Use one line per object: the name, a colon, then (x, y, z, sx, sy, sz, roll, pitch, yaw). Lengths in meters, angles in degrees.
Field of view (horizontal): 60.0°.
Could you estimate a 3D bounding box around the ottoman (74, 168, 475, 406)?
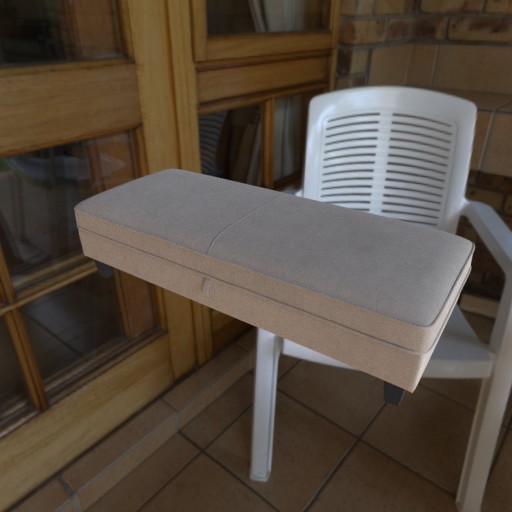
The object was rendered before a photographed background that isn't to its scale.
ottoman: (0.000, 0.000, 2.052, 1.726, 0.460, 0.735, 18, 34, 29)
